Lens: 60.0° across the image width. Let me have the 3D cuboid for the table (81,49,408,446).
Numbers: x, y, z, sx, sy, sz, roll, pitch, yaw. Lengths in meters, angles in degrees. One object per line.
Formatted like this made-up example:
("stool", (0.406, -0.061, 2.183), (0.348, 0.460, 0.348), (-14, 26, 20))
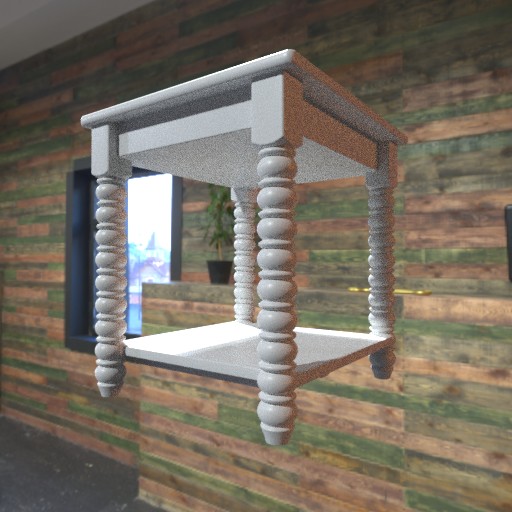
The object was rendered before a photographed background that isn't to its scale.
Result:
("table", (0.000, 0.000, 0.964), (0.500, 0.563, 0.533), (-1, -1, 35))
